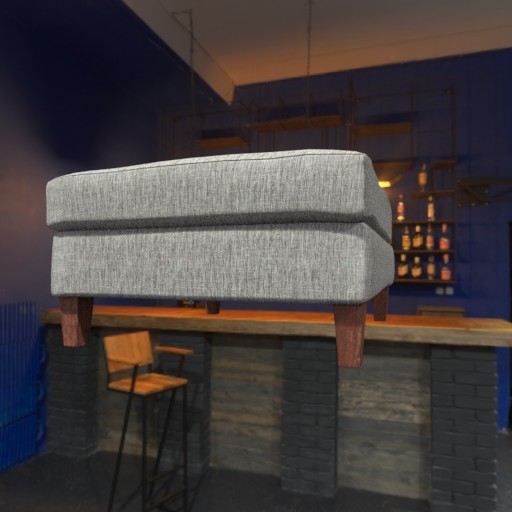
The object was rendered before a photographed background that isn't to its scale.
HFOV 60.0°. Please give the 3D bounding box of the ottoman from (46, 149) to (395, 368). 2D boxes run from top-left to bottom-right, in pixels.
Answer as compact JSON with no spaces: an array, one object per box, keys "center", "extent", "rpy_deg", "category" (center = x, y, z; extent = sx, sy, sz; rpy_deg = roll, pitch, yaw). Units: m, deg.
[{"center":[0.000,0.000,1.464],"extent":[0.839,0.492,0.994],"rpy_deg":[-1,-2,20],"category":"ottoman"}]
